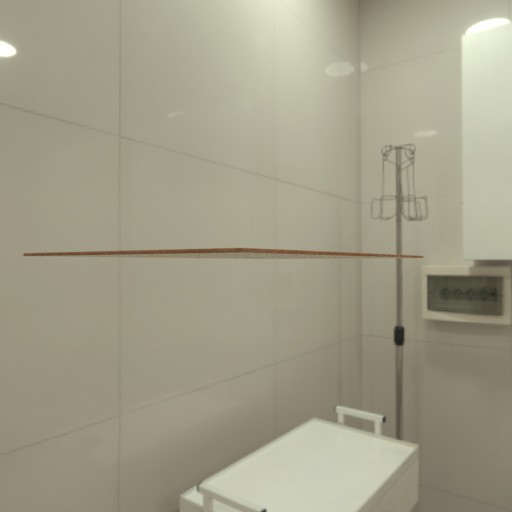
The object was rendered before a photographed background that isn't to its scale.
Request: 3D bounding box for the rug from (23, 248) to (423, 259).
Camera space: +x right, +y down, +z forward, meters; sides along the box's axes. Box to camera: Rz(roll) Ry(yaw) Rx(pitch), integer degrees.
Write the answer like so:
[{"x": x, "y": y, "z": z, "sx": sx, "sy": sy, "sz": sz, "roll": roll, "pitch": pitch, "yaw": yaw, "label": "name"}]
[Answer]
[{"x": 0.000, "y": 0.000, "z": 2.338, "sx": 1.219, "sy": 0.014, "sz": 1.829, "roll": -1, "pitch": -1, "yaw": 36, "label": "rug"}]
